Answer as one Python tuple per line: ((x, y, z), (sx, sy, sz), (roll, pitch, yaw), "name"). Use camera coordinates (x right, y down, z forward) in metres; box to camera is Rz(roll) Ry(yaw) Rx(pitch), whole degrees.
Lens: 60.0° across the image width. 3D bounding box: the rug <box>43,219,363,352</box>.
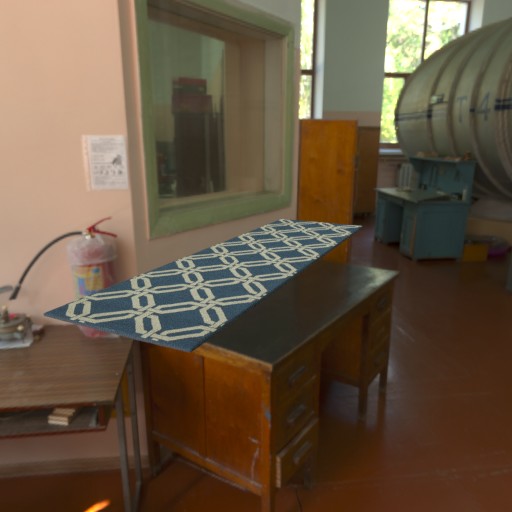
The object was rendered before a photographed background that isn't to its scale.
((0.000, 0.000, 2.522), (0.678, 0.014, 2.276), (7, 17, 26), "rug")
